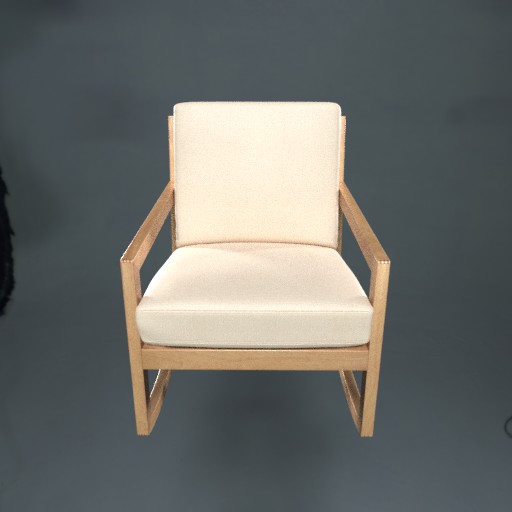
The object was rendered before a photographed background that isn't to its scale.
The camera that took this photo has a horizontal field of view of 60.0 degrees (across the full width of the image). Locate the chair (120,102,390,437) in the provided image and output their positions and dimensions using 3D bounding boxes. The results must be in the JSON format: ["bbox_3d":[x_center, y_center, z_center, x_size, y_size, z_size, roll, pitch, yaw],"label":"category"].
[{"bbox_3d":[0.000,0.000,1.384,0.622,0.790,0.857,0,31,0],"label":"chair"}]
